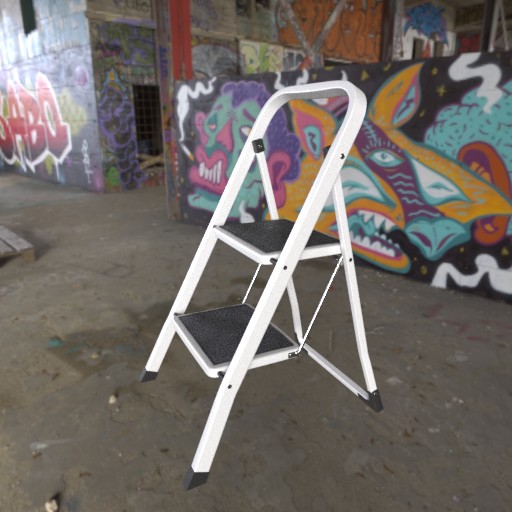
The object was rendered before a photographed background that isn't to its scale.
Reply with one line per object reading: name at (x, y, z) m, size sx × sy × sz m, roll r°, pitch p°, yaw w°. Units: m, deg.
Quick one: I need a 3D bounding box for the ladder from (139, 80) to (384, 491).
ladder at (0.000, 0.000, 1.101) m, size 0.544 × 0.810 × 0.460 m, roll -8°, pitch 19°, yaw -25°
